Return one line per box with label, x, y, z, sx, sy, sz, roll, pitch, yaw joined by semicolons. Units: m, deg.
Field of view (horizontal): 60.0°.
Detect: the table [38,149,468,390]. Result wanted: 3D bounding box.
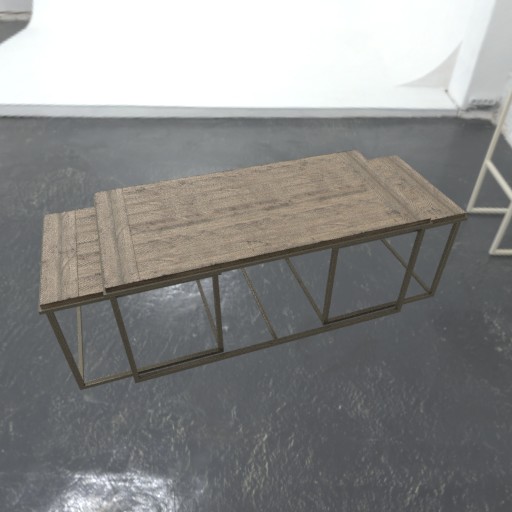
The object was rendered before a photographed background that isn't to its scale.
table;0.000;0.000;1.547;1.312;0.427;0.489;-12;42;-14
